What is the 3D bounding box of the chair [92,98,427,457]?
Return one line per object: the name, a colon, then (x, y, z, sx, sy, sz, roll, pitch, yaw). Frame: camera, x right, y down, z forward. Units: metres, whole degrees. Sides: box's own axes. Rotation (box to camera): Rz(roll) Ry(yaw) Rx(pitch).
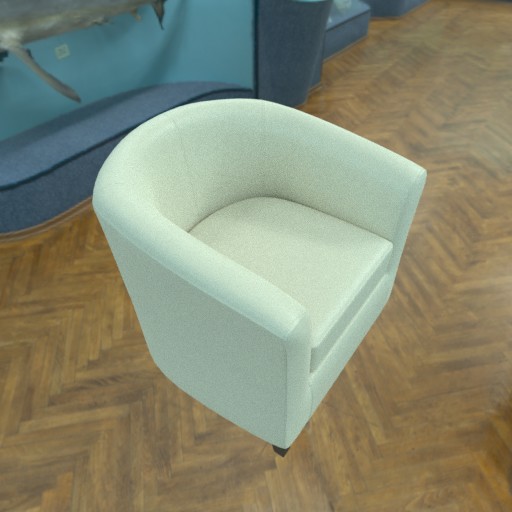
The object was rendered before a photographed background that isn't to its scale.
chair: (0.000, 0.000, 1.387, 0.727, 0.756, 0.792, 25, 47, 26)
